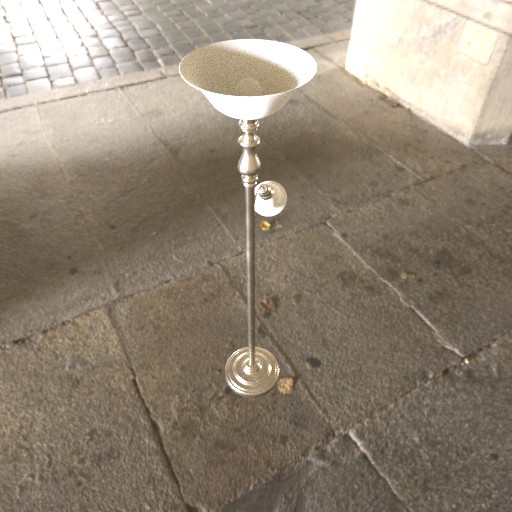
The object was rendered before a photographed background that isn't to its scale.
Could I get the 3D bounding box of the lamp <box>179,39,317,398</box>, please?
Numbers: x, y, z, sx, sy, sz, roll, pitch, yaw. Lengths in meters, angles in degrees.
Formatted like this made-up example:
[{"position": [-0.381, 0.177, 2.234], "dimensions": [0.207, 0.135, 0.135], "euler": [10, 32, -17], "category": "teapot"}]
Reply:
[{"position": [0.000, 0.000, 2.004], "dimensions": [0.405, 1.785, 0.575], "euler": [11, 47, 11], "category": "lamp"}]
